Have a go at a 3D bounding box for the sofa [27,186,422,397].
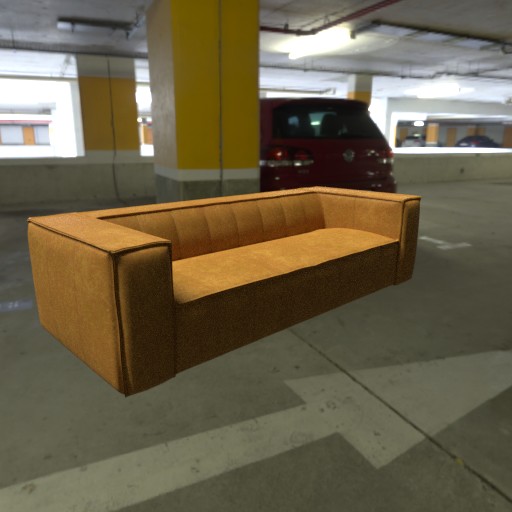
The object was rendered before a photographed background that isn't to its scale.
[{"bbox_3d":[0.000,0.000,3.008,2.581,0.701,1.102,-13,20,-42],"label":"sofa"}]
